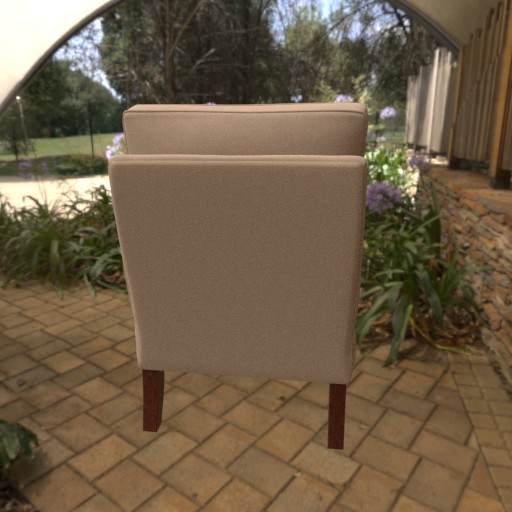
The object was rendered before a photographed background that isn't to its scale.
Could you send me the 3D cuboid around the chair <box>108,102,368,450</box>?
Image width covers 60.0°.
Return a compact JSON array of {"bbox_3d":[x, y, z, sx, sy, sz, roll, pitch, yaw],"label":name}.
[{"bbox_3d":[0.000,0.000,1.666,0.724,1.052,0.912,2,15,8],"label":"chair"}]
